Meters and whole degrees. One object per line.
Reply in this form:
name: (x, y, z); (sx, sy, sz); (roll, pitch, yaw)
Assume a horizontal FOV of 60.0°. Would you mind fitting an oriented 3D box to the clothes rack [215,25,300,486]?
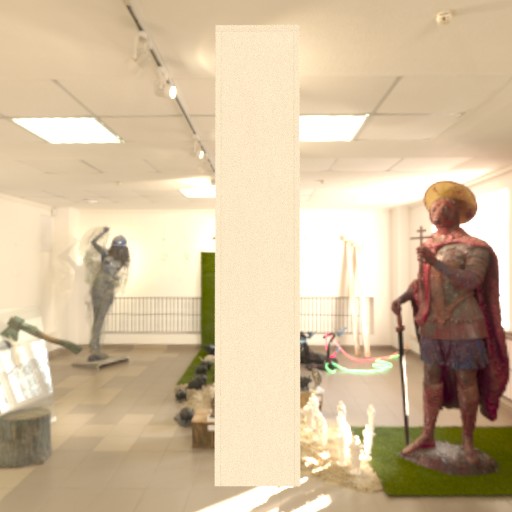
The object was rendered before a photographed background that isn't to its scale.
clothes rack: (0.000, 0.000, 1.605); (0.250, 1.280, 0.750); (0, -1, 0)
